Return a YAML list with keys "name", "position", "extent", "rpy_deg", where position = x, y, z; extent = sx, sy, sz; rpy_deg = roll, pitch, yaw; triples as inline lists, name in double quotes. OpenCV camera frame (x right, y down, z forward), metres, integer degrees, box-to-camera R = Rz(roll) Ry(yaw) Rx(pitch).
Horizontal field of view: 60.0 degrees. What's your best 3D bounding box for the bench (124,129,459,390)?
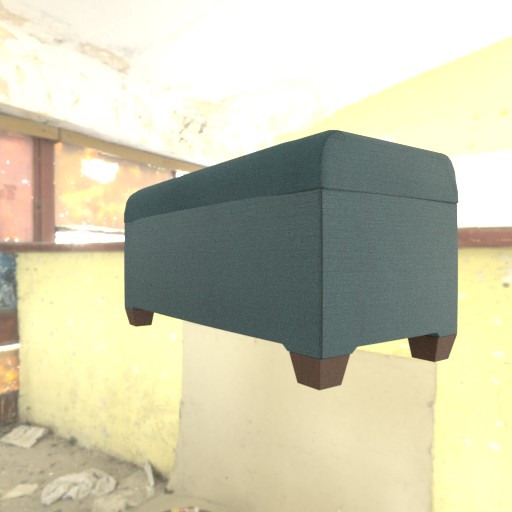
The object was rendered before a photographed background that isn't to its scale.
- name: "bench"
  position: [0.000, 0.000, 1.276]
  extent: [0.476, 0.474, 0.995]
  rpy_deg: [0, 0, -36]
